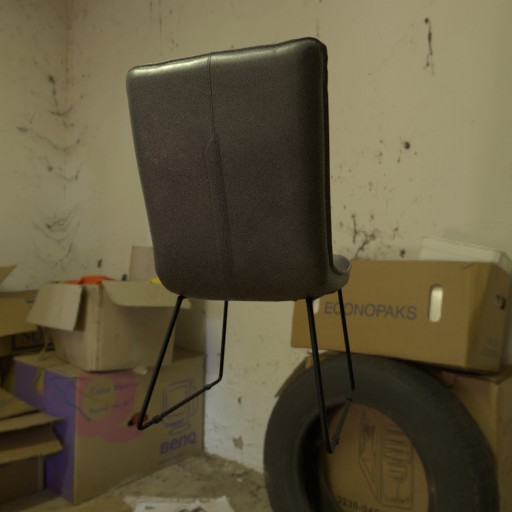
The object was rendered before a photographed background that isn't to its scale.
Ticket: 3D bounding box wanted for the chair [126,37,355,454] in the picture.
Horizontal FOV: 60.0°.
[{"bbox_3d":[0.000,0.000,1.309,0.515,0.932,0.688,-1,-2,18],"label":"chair"}]
